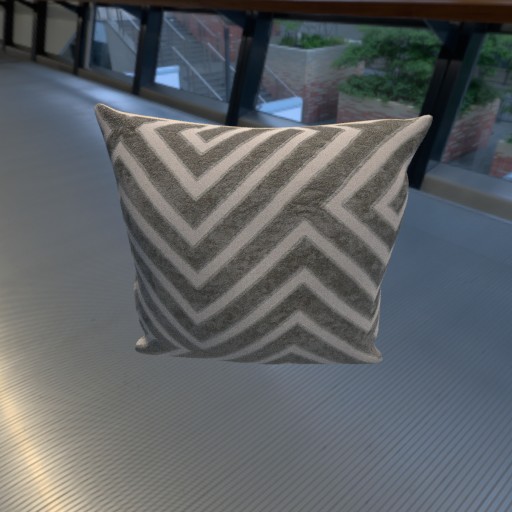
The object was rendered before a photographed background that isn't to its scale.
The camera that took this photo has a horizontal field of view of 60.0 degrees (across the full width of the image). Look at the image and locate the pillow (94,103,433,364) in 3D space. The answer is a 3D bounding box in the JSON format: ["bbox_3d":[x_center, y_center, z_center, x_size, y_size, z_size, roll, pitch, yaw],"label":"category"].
[{"bbox_3d":[0.000,0.000,0.671,0.440,0.441,0.182,2,32,3],"label":"pillow"}]
